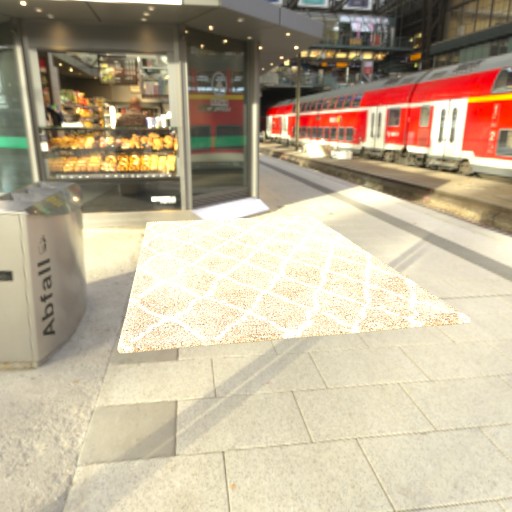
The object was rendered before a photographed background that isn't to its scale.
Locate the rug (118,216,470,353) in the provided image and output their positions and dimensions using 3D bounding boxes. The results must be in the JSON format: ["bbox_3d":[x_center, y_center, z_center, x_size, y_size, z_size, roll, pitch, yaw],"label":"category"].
[{"bbox_3d":[0.000,0.000,3.439,1.778,0.030,2.743,-3,17,-10],"label":"rug"}]
